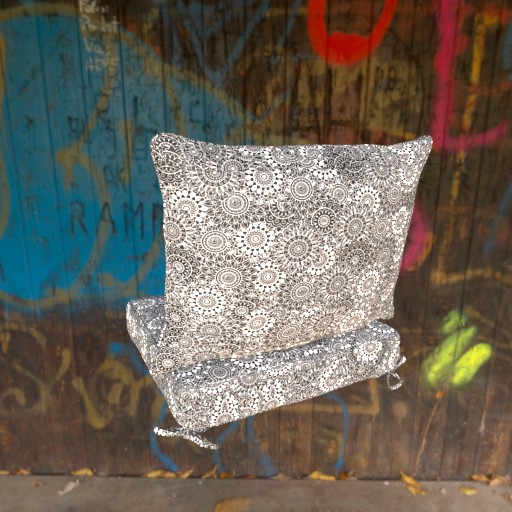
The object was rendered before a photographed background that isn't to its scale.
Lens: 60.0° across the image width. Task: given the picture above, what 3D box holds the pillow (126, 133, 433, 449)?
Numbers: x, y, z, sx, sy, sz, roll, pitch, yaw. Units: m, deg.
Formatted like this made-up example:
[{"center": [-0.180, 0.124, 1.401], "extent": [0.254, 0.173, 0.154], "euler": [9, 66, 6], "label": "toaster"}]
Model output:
[{"center": [0.000, 0.000, 1.356], "extent": [0.798, 0.722, 0.740], "euler": [-8, 17, -26], "label": "pillow"}]
